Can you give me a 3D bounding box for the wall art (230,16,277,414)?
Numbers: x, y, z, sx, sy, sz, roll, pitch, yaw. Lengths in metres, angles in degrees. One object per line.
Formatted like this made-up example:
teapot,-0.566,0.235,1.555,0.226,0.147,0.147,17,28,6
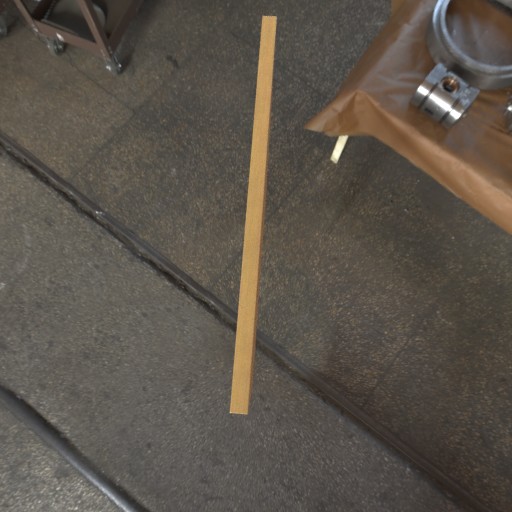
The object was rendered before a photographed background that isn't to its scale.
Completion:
wall art,0.000,0.000,1.328,0.030,1.002,0.798,4,76,1
